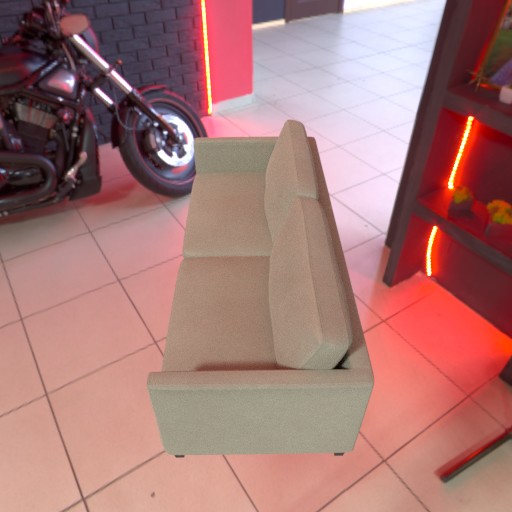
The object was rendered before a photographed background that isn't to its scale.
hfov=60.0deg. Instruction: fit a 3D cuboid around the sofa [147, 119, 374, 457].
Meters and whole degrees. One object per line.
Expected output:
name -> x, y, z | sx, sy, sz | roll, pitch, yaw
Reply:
sofa -> 0.000, 0.000, 2.735 | 0.948, 0.932, 2.181 | -1, 41, -1
